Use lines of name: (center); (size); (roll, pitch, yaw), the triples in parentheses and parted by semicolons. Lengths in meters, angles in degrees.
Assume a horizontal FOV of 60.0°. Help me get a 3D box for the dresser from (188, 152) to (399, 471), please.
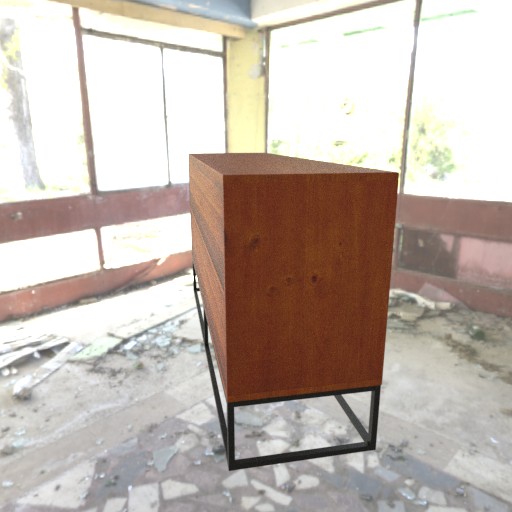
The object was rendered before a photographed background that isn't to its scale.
dresser: (0.000, 0.000, 1.893); (0.464, 0.810, 1.536); (-3, 15, -11)
